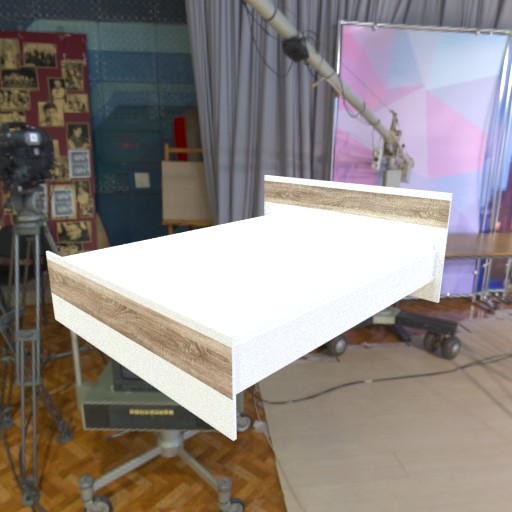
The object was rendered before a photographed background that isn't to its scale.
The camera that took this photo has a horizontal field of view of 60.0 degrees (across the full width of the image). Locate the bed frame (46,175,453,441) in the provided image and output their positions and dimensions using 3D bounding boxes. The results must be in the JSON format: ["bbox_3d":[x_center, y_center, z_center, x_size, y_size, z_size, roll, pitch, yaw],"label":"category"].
[{"bbox_3d":[0.000,0.000,2.976,1.720,0.800,2.060,15,22,42],"label":"bed frame"}]
